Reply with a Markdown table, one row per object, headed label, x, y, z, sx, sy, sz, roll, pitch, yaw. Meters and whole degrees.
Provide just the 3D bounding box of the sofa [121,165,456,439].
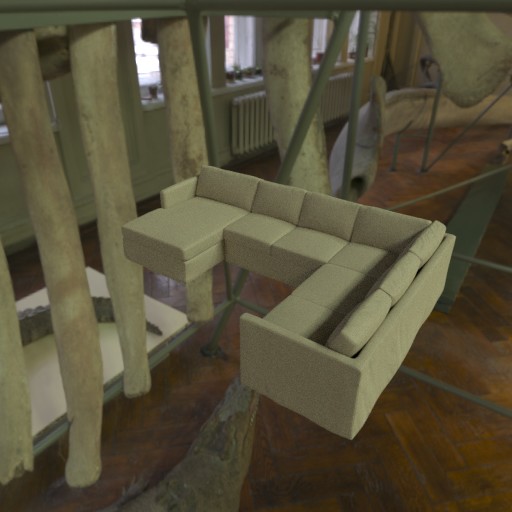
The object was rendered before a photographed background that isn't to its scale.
| label | x | y | z | sx | sy | sz | roll | pitch | yaw |
| --- | --- | --- | --- | --- | --- | --- | --- | --- | --- |
| sofa | 0.000 | 0.000 | 4.783 | 3.528 | 0.878 | 2.476 | 20 | 35 | 30 |
